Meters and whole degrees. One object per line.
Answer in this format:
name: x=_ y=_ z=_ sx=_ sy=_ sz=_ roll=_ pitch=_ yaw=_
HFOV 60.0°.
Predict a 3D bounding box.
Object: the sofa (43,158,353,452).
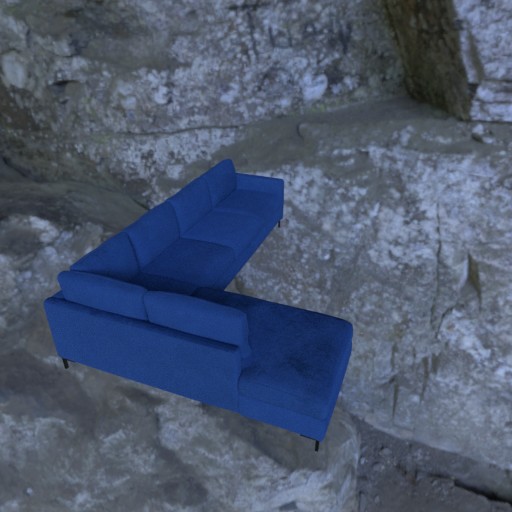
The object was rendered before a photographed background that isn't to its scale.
sofa: x=0.000 y=0.000 z=3.955 sx=2.007 sy=0.815 sz=2.949 roll=11 pitch=32 yaw=18
